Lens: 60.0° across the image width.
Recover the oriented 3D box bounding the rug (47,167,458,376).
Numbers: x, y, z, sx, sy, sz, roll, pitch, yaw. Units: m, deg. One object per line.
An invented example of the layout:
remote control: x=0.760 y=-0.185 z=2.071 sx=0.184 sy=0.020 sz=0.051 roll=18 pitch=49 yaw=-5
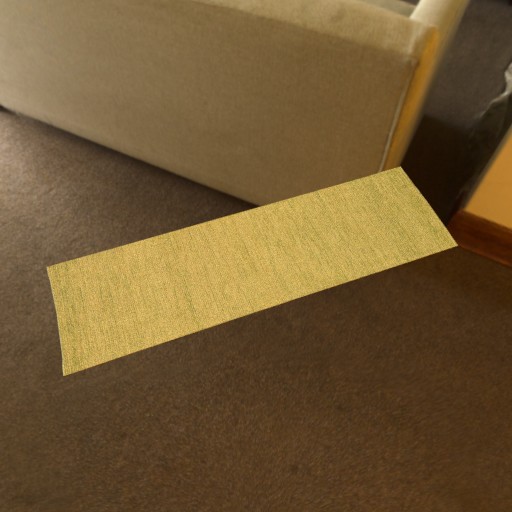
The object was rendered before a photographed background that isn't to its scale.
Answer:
rug: x=0.000 y=0.000 z=2.616 sx=2.340 sy=0.013 sz=0.686 roll=-17 pitch=59 yaw=-11
